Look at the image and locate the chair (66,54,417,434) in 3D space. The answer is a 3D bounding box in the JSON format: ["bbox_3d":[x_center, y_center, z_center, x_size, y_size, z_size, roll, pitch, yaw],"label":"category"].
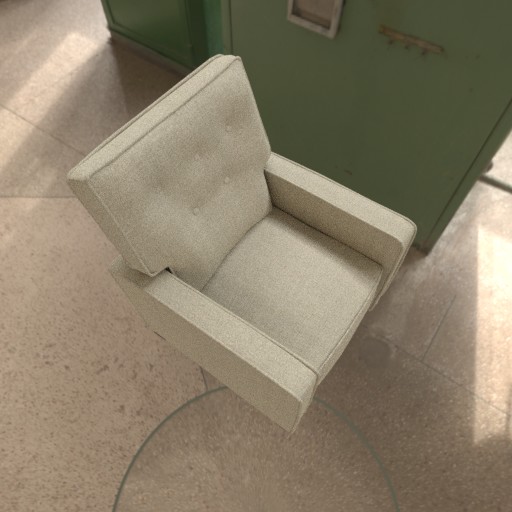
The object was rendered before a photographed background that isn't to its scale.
[{"bbox_3d":[0.000,0.000,1.388,0.754,0.888,0.648,32,64,18],"label":"chair"}]
